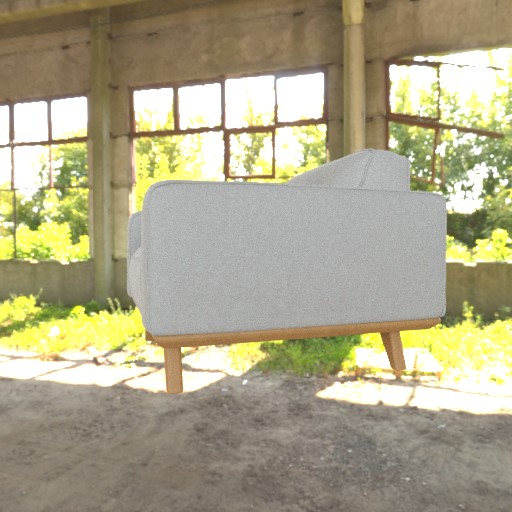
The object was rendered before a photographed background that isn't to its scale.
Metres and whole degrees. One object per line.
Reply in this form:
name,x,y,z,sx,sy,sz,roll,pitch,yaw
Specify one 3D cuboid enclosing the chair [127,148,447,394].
chair,0.000,0.000,1.770,0.953,0.779,1.115,0,1,-19
